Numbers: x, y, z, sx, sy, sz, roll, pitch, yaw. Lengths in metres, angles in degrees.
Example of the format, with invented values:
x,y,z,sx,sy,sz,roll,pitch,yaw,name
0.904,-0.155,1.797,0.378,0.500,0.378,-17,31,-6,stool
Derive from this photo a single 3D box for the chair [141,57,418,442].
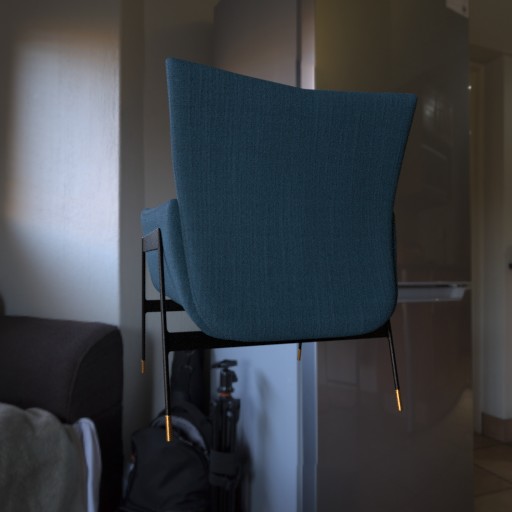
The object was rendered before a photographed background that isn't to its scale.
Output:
x,y,z,sx,sy,sz,roll,pitch,yaw,name
0.000,0.000,1.406,0.678,0.859,0.769,0,-1,-19,chair
